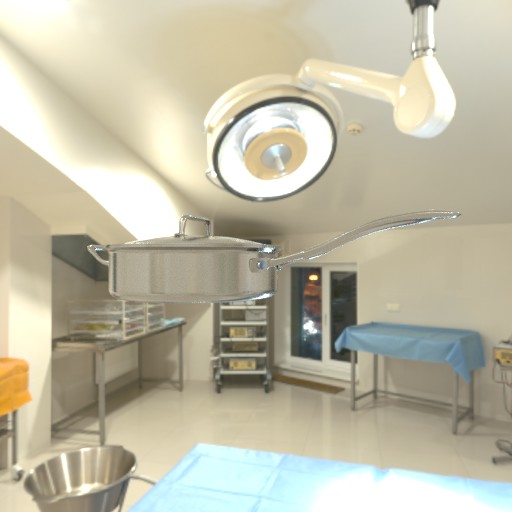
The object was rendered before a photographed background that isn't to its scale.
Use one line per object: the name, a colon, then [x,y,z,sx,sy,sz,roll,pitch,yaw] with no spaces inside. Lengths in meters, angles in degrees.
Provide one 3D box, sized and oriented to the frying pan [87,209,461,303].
frying pan: [0.000,0.000,0.582,0.492,0.111,0.245,0,-1,20]
